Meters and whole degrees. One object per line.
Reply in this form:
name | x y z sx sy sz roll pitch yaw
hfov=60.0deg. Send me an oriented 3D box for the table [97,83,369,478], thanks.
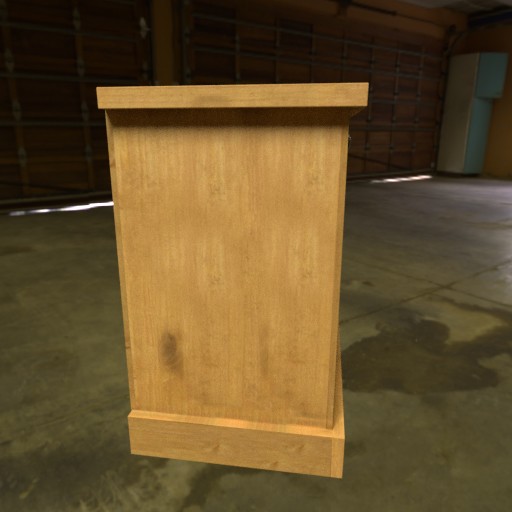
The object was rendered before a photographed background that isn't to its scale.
table | 0.000 0.000 1.213 0.500 0.813 0.660 2 16 9
